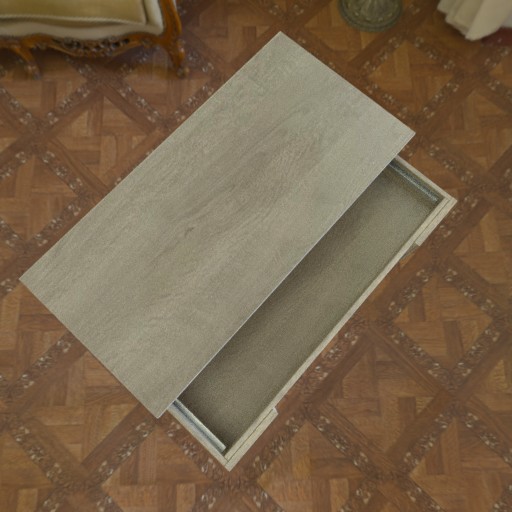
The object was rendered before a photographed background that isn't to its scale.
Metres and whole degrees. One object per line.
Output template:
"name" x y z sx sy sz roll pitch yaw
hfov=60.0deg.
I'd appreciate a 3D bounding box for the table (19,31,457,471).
"table" 0.000 0.000 1.425 0.711 0.570 1.000 41 79 10
